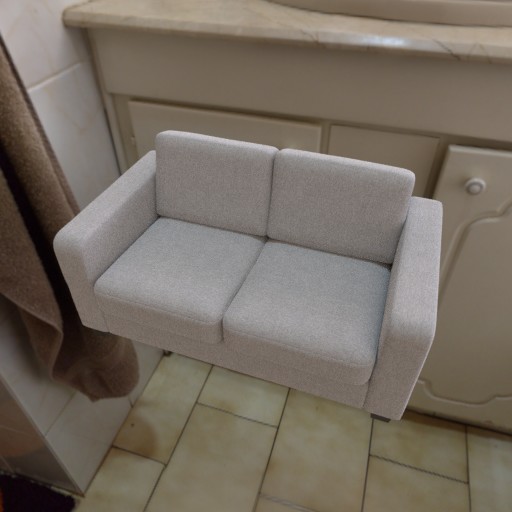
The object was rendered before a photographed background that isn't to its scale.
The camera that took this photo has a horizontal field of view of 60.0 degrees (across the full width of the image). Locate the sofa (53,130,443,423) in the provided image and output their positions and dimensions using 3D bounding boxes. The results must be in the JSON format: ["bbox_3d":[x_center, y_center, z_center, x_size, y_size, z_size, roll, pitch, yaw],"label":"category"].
[{"bbox_3d":[0.000,0.000,2.043,1.540,0.800,0.900,13,42,15],"label":"sofa"}]
